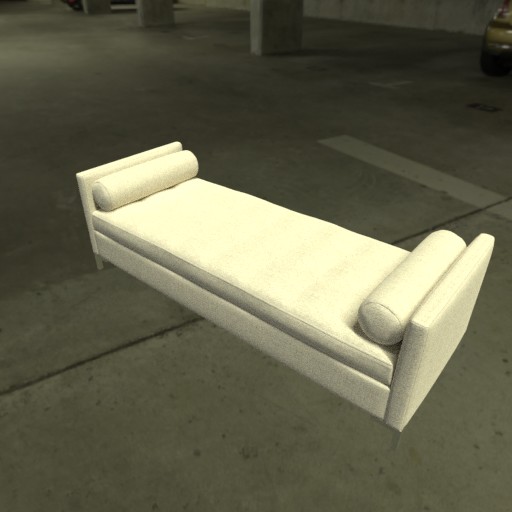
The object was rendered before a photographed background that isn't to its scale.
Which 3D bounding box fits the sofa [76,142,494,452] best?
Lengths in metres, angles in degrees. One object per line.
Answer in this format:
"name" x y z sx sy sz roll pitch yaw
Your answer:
"sofa" 0.000 0.000 2.404 2.102 0.655 0.797 24 39 33
